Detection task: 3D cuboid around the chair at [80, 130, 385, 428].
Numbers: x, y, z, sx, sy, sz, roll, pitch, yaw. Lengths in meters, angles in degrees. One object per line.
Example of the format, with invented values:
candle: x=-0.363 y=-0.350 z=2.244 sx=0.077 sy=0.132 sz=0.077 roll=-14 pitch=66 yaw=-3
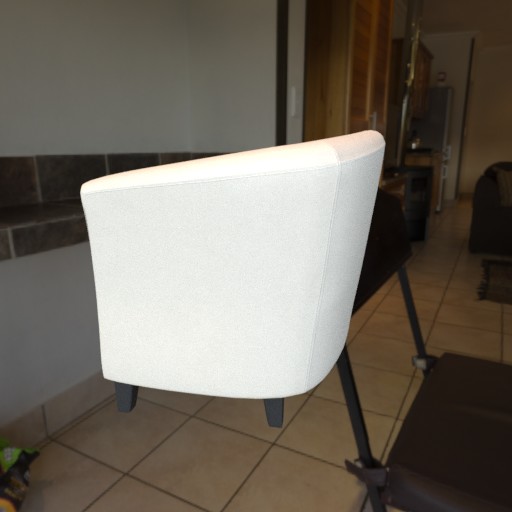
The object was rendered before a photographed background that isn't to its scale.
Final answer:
chair: x=0.000 y=0.000 z=1.394 sx=0.727 sy=0.756 sz=0.792 roll=2 pitch=14 yaw=9
